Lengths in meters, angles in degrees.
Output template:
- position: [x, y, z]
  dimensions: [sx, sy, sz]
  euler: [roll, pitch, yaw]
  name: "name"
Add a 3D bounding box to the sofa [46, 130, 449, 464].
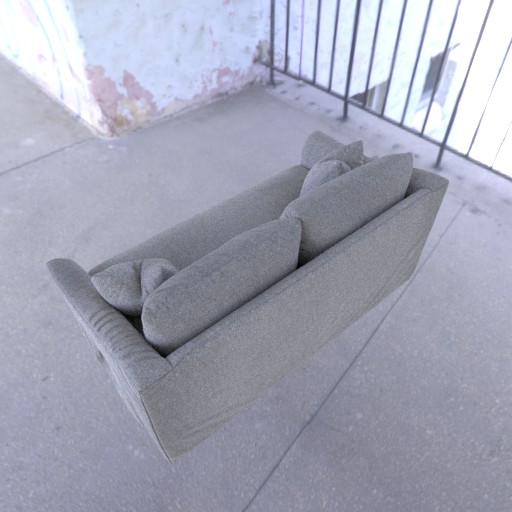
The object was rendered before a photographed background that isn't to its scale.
- position: [0.000, 0.000, 2.587]
  dimensions: [2.010, 1.018, 1.072]
  euler: [-31, 54, -26]
  name: "sofa"
